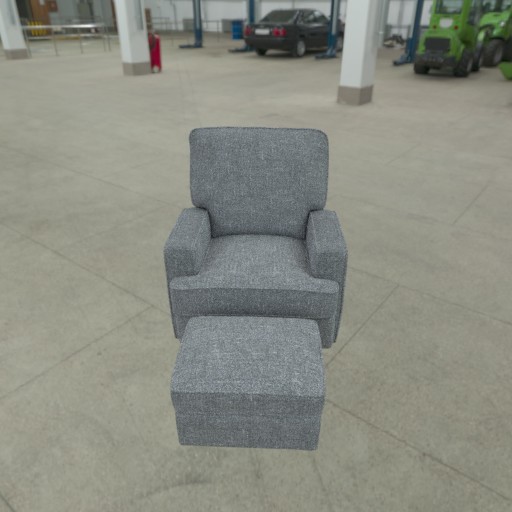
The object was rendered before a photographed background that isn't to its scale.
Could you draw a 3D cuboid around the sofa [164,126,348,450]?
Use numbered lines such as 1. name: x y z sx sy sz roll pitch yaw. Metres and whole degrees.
1. sofa: 0.000 0.000 2.103 0.861 0.959 1.472 1 30 2
